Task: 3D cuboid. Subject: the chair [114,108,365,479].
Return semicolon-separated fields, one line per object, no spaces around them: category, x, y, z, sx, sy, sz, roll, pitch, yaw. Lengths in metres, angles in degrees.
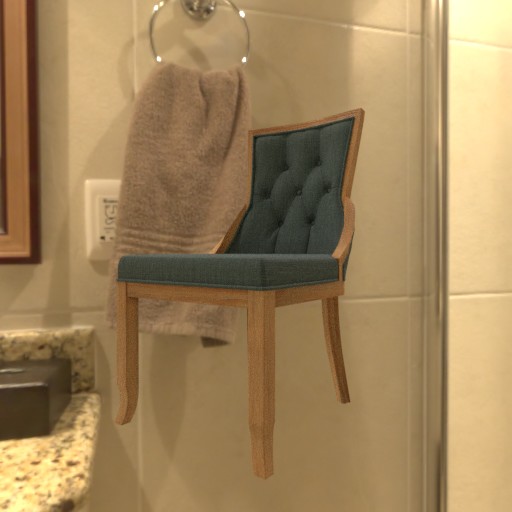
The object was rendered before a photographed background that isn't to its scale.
chair;0.000;0.000;1.348;0.524;0.947;0.641;1;1;36
